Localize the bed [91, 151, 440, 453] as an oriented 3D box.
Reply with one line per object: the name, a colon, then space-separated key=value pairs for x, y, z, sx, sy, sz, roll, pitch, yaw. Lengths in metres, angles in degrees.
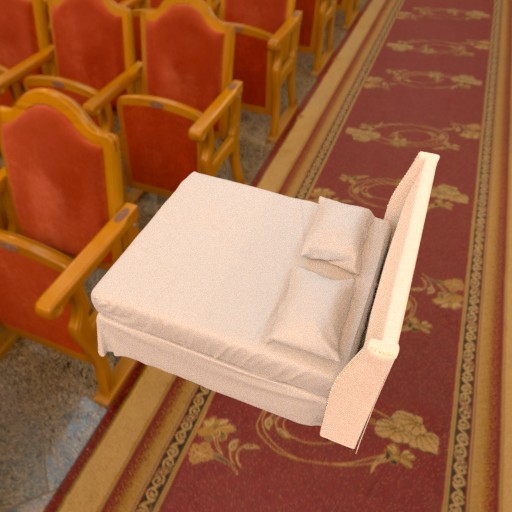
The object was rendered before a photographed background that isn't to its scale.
bed: x=0.000 y=0.000 z=3.526 sx=2.276 sy=1.332 sz=1.925 roll=16 pitch=49 yaw=15
